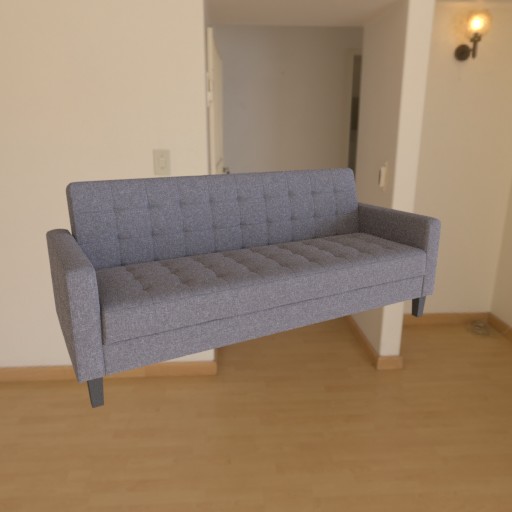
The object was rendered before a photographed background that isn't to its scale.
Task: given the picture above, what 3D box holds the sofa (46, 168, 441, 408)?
[{"bbox_3d":[0.000,0.000,2.446,2.040,0.850,0.810,-9,18,-28],"label":"sofa"}]
